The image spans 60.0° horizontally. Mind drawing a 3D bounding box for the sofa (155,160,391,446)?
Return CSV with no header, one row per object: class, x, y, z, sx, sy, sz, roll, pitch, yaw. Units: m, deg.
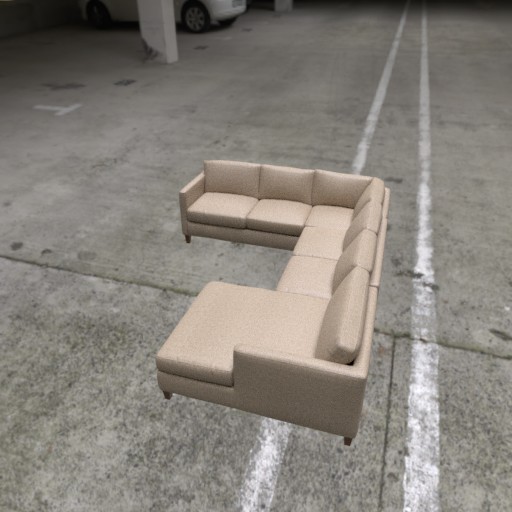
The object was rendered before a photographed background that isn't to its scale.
sofa,0.000,0.000,4.724,2.594,0.961,3.460,9,32,15
